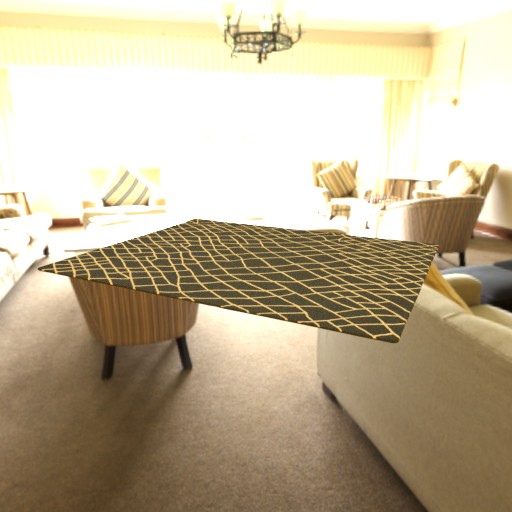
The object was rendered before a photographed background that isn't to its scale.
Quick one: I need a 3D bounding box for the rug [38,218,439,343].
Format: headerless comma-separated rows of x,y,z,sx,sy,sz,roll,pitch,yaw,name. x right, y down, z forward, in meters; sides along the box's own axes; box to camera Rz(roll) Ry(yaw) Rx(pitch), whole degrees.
0.000,0.000,4.227,3.047,0.022,2.439,8,18,26,rug
